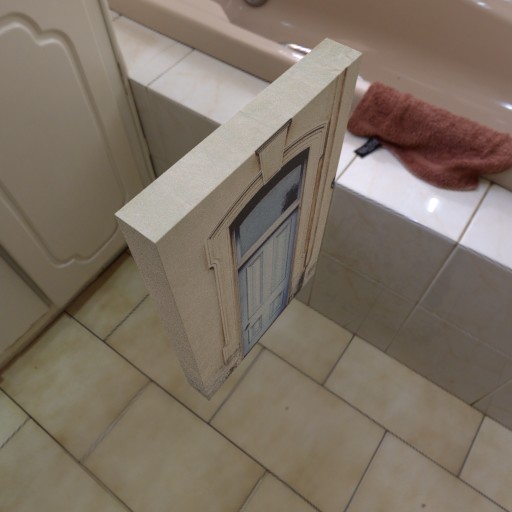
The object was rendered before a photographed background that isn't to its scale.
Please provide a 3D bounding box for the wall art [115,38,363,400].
[{"bbox_3d":[0.000,0.000,0.499,0.038,0.381,0.254,33,63,19],"label":"wall art"}]
